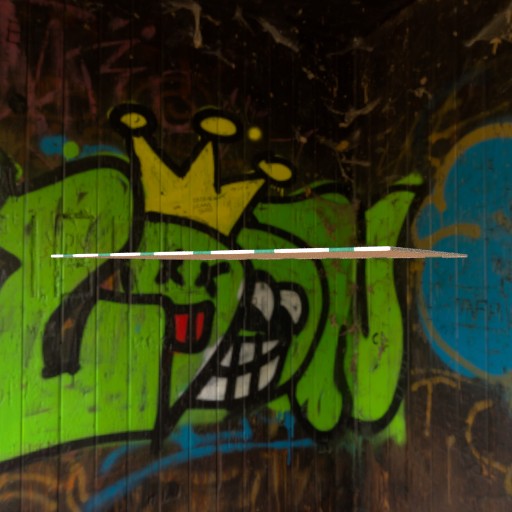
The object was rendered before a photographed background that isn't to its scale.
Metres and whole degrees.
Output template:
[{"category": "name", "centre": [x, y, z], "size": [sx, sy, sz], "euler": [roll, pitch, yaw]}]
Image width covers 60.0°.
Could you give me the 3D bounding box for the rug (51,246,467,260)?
[{"category": "rug", "centre": [0.000, 0.000, 2.330], "size": [1.829, 0.012, 1.210], "euler": [-1, -2, 35]}]
